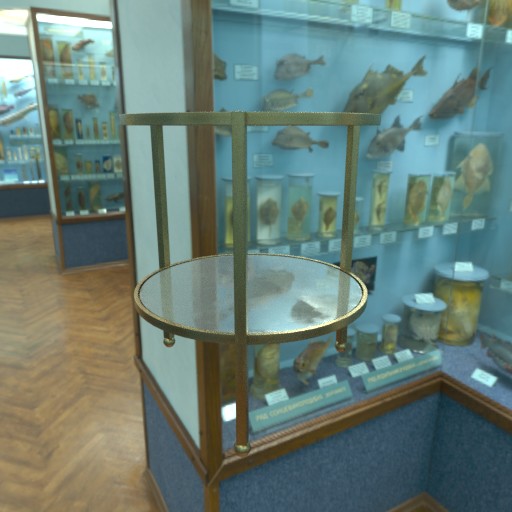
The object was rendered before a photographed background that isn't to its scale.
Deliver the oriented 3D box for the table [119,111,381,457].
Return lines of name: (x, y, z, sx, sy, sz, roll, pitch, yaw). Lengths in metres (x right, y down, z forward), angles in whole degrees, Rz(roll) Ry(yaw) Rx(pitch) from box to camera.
table: (0.000, 0.000, 0.447, 0.243, 0.269, 0.231, -8, 18, -26)
